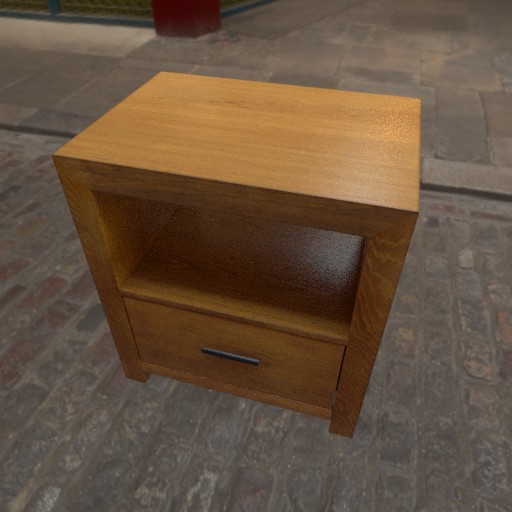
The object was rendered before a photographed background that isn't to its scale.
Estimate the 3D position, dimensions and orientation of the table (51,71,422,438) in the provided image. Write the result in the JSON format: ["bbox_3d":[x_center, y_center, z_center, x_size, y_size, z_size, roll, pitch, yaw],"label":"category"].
[{"bbox_3d":[0.000,0.000,0.966,0.550,0.605,0.400,11,42,12],"label":"table"}]
